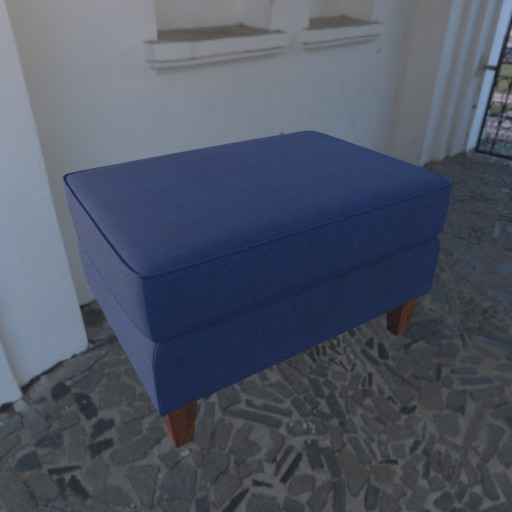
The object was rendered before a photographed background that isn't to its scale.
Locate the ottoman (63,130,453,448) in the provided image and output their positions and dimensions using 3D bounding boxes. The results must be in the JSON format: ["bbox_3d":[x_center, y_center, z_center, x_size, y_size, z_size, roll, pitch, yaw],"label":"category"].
[{"bbox_3d":[0.000,0.000,1.408,0.965,0.584,0.686,-18,35,-27],"label":"ottoman"}]
